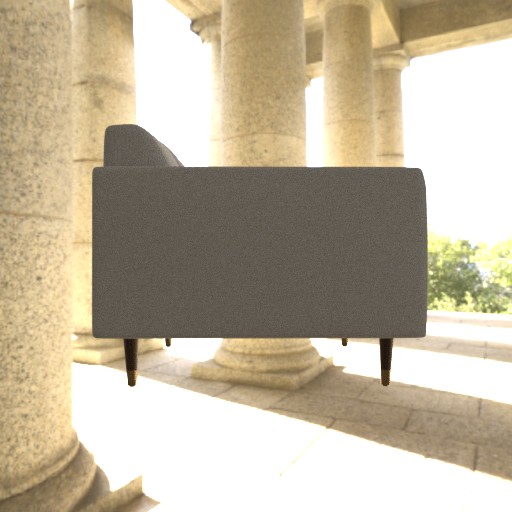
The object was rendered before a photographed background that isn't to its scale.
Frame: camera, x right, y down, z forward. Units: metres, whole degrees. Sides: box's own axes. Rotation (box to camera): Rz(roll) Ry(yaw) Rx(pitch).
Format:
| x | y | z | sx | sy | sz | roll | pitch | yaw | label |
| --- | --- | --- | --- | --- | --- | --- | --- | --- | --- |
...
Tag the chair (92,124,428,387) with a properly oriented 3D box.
| x | y | z | sx | sy | sz | roll | pitch | yaw | label |
| --- | --- | --- | --- | --- | --- | --- | --- | --- | --- |
| 0.000 | 0.000 | 1.701 | 0.998 | 0.819 | 0.953 | 0 | 0 | -1 | chair |
